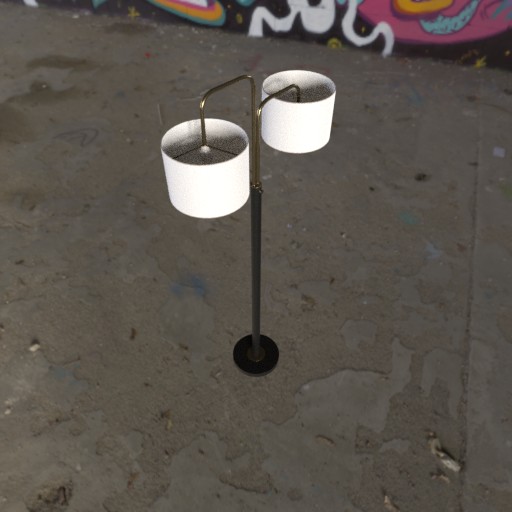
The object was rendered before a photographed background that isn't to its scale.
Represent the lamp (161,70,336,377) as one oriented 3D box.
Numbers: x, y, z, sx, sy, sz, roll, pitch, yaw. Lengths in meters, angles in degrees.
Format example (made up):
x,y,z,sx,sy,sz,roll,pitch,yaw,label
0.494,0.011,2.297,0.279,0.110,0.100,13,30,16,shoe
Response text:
x,y,z,sx,sy,sz,roll,pitch,yaw,label
0.000,0.000,1.875,0.254,1.587,0.711,31,53,27,lamp
